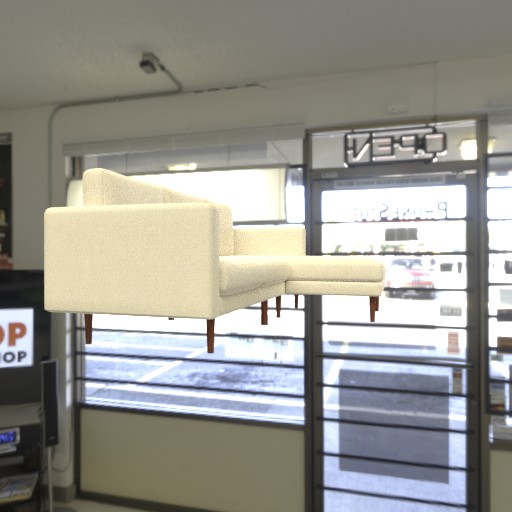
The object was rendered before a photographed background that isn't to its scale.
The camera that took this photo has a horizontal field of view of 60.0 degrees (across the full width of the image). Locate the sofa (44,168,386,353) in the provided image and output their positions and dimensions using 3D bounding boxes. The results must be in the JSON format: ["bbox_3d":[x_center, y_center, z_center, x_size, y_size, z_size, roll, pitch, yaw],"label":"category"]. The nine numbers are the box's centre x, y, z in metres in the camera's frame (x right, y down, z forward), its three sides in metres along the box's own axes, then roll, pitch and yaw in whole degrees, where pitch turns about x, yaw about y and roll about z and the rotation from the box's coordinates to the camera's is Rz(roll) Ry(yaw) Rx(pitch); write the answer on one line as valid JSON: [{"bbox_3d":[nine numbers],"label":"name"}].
[{"bbox_3d":[0.000,0.000,2.901,1.580,0.899,2.029,0,0,18],"label":"sofa"}]
